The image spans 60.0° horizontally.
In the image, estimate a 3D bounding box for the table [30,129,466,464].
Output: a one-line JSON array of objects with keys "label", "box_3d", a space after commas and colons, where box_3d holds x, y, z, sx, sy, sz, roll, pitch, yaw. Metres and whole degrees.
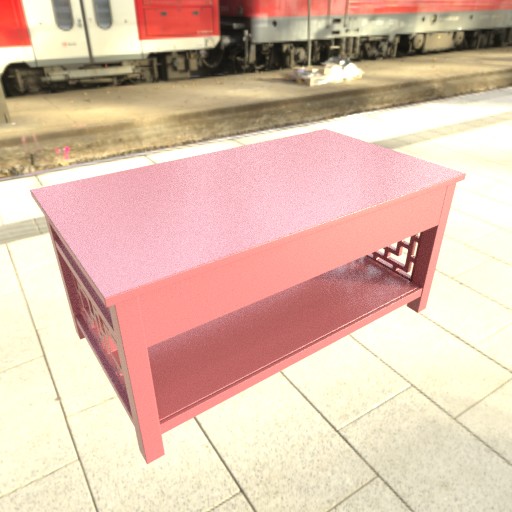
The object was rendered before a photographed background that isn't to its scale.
[{"label": "table", "box_3d": [0.000, 0.000, 1.369, 1.068, 0.493, 0.612, -20, 36, -30]}]
